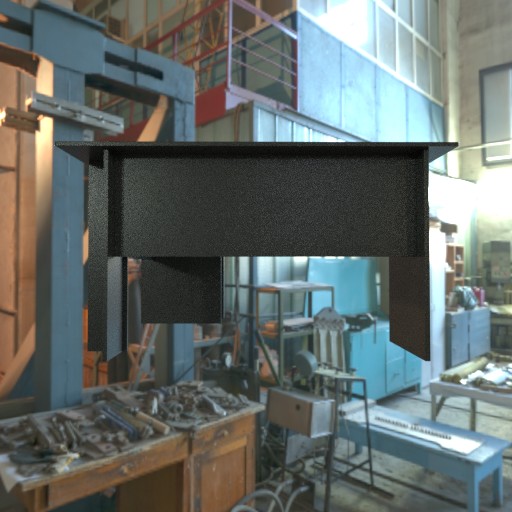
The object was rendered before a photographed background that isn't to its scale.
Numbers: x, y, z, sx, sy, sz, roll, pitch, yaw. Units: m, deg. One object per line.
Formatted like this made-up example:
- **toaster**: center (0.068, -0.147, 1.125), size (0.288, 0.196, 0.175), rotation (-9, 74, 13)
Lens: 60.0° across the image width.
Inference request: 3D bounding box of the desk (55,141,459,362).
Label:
- **desk**: center (0.000, 0.000, 2.103), size (1.303, 0.716, 1.361), rotation (0, -1, 0)
